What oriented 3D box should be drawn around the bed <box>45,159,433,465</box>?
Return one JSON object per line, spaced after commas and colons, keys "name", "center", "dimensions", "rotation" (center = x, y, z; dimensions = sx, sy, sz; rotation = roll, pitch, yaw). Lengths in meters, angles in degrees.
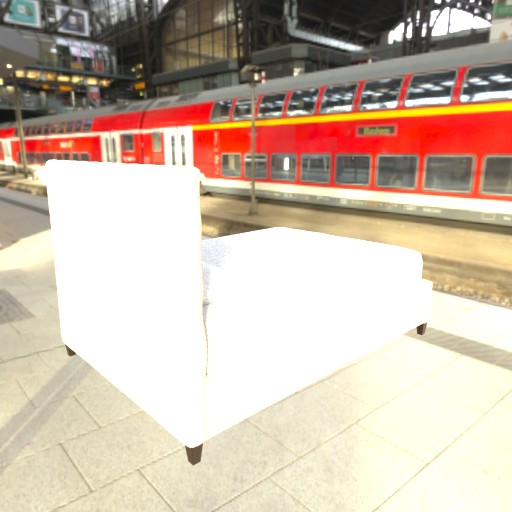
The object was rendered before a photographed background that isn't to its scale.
{"name": "bed", "center": [0.000, 0.000, 3.338], "dimensions": [2.387, 1.427, 1.698], "rotation": [-12, 18, -41]}
